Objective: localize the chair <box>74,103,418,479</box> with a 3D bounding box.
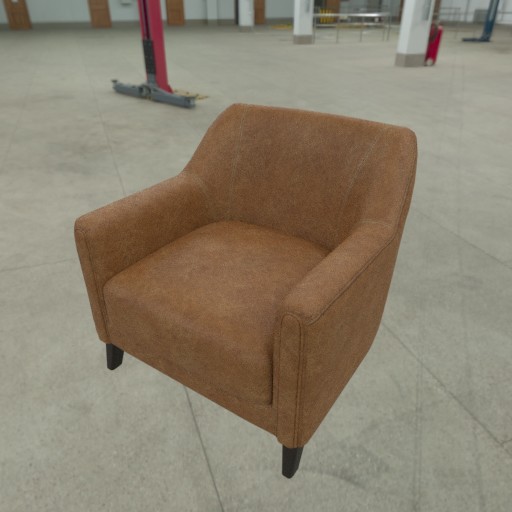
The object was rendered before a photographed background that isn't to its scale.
[{"bbox_3d":[0.000,0.000,1.811,1.037,0.980,1.034,19,36,29],"label":"chair"}]
